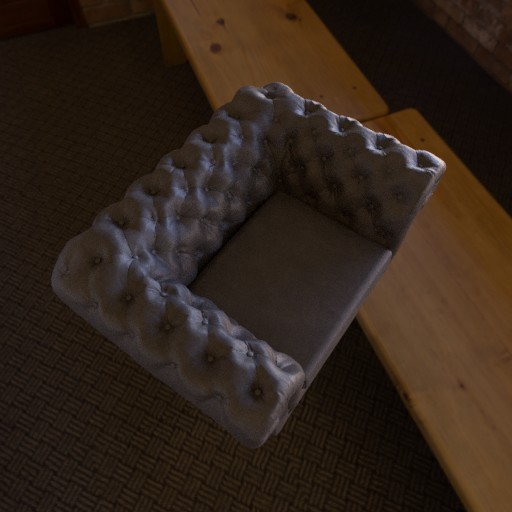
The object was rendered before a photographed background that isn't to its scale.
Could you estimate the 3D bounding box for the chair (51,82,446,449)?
[{"bbox_3d":[0.000,0.000,1.864,0.943,0.780,1.298,32,64,18],"label":"chair"}]
